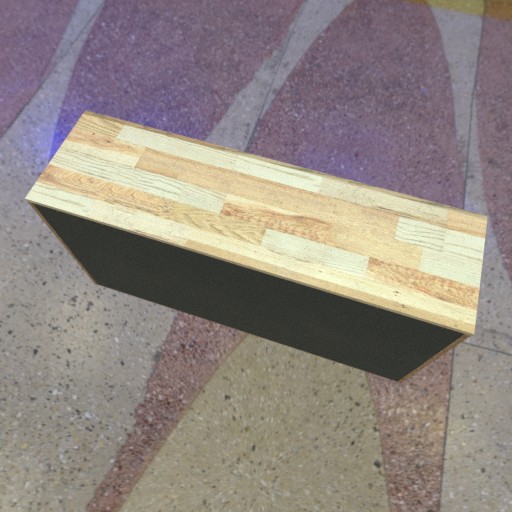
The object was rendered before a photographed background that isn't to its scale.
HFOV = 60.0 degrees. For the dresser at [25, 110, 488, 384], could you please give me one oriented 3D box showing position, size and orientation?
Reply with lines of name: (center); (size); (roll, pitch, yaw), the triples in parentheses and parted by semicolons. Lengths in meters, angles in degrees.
dresser: (0.000, 0.000, 1.919); (1.547, 0.834, 0.487); (17, 64, 8)
